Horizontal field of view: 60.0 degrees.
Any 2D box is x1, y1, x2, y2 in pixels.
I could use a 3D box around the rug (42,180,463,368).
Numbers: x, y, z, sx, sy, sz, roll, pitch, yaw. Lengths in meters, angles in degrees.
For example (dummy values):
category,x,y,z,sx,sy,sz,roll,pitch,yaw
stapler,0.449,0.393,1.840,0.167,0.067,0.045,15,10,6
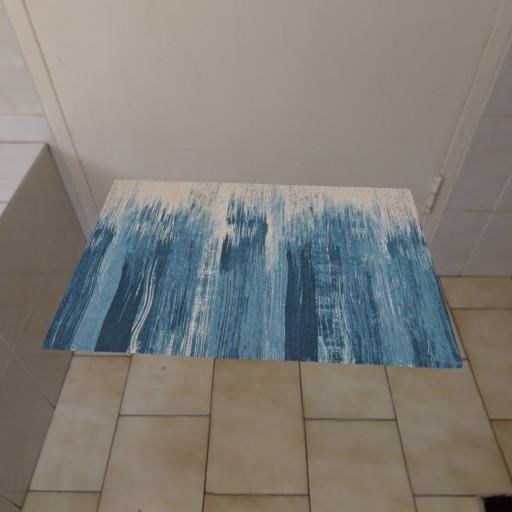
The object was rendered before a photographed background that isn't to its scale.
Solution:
category,x,y,z,sx,sy,sz,roll,pitch,yaw
rug,0.000,0.000,2.330,1.836,0.009,1.232,2,47,2
